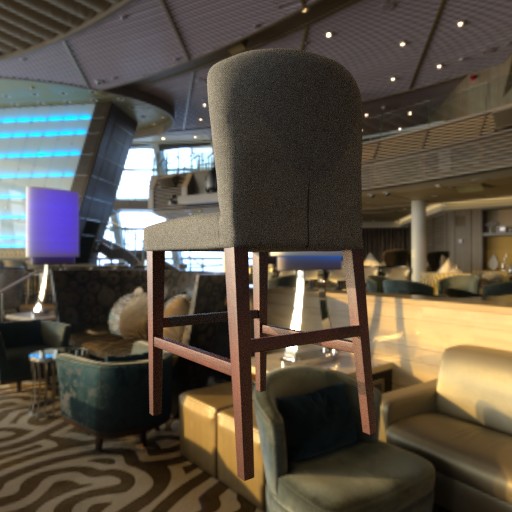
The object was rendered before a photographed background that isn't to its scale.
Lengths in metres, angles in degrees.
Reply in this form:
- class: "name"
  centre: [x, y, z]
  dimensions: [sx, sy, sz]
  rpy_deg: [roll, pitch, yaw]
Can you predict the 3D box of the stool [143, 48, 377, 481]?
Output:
- class: "stool"
  centre: [0.000, 0.000, 1.286]
  dimensions: [0.479, 0.968, 0.568]
  rpy_deg: [0, 0, -37]
